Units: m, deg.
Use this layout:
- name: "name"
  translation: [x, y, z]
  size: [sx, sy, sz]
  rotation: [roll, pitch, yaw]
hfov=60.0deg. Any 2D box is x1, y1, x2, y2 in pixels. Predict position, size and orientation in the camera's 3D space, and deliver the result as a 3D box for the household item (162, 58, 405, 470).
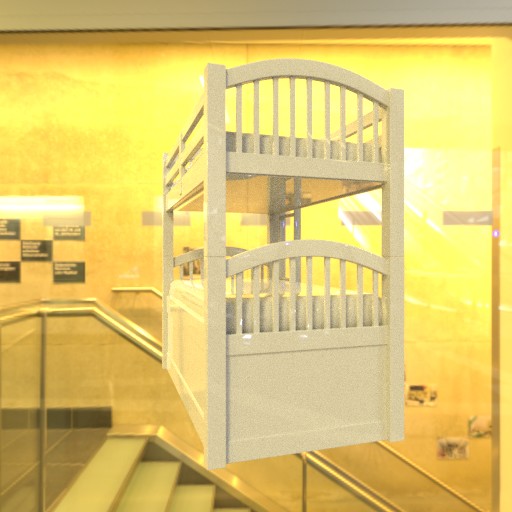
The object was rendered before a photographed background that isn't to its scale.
- name: "household item"
  translation: [0.000, 0.000, 3.243]
  size: [1.143, 2.032, 2.032]
  rotation: [0, 0, -18]
